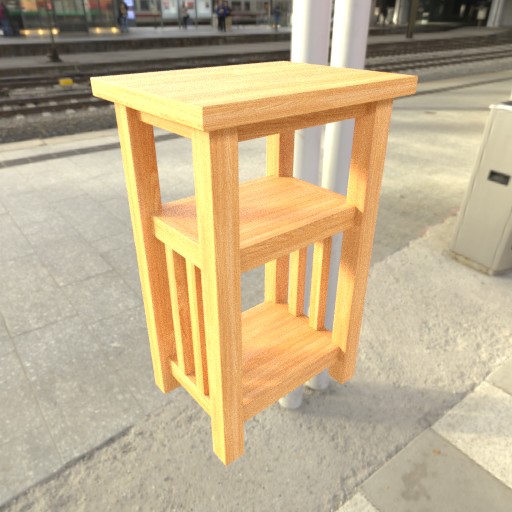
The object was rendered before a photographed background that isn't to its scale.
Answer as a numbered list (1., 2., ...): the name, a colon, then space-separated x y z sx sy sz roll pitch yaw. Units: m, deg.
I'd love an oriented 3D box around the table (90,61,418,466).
1. table: 0.000 0.000 0.728 0.350 0.550 0.270 -22 36 -34
